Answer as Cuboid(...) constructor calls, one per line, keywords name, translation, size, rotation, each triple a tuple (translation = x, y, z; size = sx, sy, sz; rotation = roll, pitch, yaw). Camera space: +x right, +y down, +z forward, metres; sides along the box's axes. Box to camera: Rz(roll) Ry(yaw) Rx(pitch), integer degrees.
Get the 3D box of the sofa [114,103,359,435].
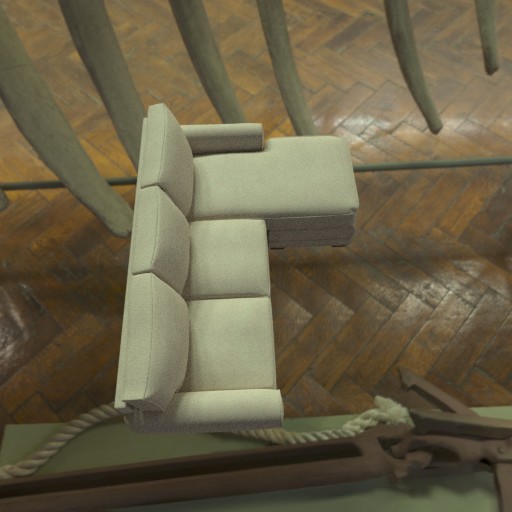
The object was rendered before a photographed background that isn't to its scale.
Cuboid(name="sofa", translation=(0.000, 0.000, 2.391), size=(1.226, 0.734, 1.770), rotation=(-2, 62, -1))
